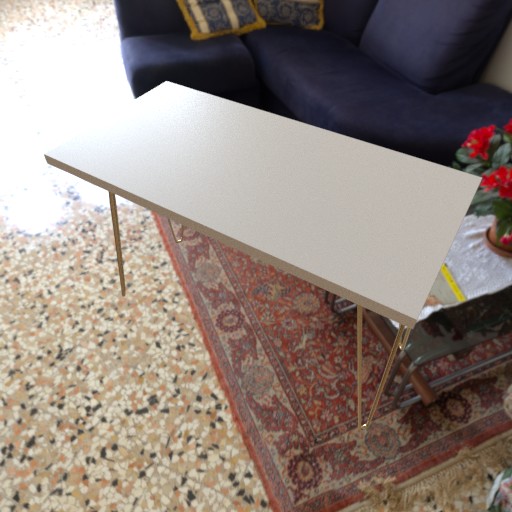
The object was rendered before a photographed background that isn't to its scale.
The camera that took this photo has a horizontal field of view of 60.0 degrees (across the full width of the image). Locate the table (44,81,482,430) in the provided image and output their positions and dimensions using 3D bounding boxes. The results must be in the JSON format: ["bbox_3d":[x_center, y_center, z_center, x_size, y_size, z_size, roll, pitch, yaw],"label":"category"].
[{"bbox_3d":[0.000,0.000,1.354,0.991,0.660,0.498,24,51,21],"label":"table"}]
